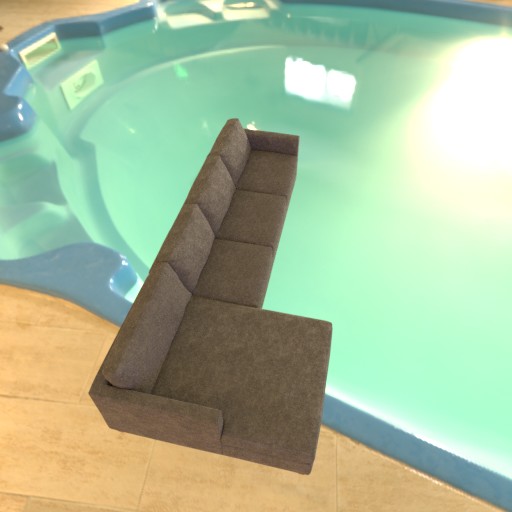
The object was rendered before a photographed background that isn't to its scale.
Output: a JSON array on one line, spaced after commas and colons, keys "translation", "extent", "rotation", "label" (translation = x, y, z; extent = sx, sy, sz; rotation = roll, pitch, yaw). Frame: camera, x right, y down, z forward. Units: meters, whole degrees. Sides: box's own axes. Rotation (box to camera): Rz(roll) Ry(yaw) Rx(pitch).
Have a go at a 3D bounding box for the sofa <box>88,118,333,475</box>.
[{"translation": [0.000, 0.000, 4.214], "extent": [1.606, 0.954, 3.471], "rotation": [9, 48, 9], "label": "sofa"}]
